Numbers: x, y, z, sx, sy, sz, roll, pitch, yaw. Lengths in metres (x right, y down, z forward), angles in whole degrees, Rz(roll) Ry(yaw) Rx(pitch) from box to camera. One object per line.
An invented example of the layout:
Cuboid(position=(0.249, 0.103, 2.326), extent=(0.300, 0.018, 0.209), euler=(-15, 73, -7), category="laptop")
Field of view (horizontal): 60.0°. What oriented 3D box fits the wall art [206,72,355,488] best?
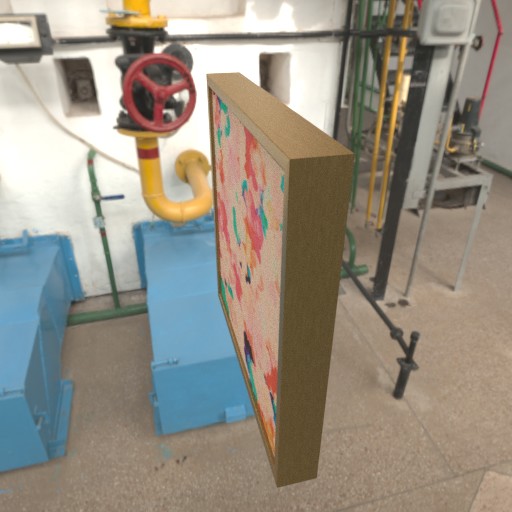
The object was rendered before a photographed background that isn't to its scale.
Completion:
Cuboid(position=(0.000, 0.000, 0.451), extent=(0.038, 0.305, 0.304), euler=(-7, 32, -12), category="wall art")
